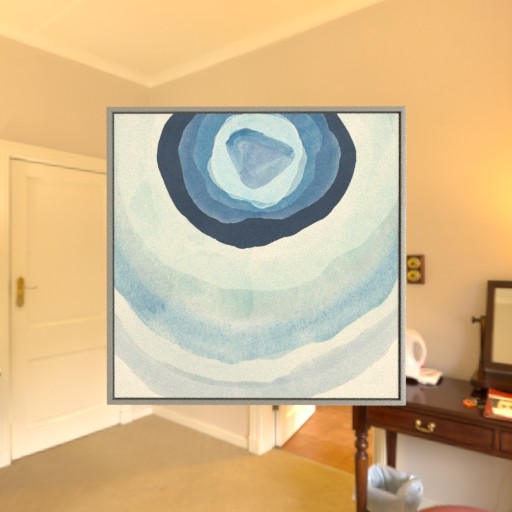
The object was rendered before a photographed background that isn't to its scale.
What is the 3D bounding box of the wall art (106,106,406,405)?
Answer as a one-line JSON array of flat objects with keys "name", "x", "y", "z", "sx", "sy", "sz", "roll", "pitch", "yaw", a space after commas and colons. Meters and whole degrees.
[{"name": "wall art", "x": 0.000, "y": 0.000, "z": 1.214, "sx": 0.809, "sy": 0.807, "sz": 0.038, "roll": 0, "pitch": 0, "yaw": 0}]
